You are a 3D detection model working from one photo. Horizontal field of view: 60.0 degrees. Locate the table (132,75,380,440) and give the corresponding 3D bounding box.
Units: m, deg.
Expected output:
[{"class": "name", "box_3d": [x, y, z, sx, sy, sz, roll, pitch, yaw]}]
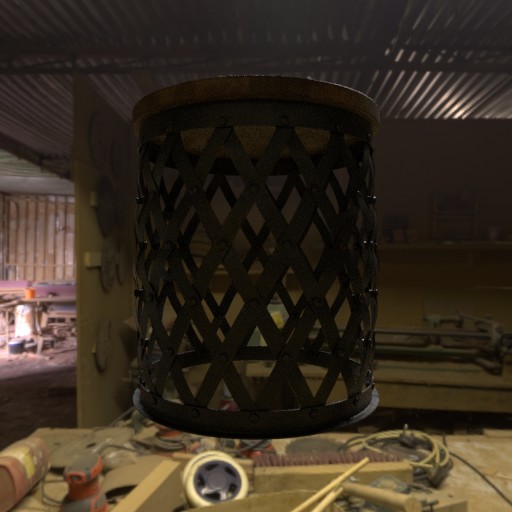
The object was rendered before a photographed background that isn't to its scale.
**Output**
[{"class": "table", "box_3d": [0.000, 0.000, 0.754, 0.405, 0.454, 0.405, 0, 1, 0]}]
